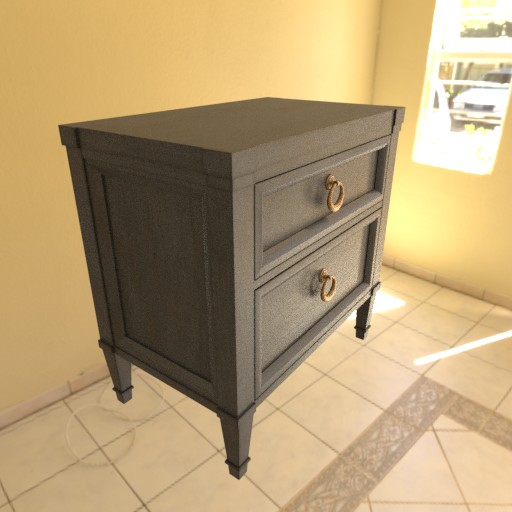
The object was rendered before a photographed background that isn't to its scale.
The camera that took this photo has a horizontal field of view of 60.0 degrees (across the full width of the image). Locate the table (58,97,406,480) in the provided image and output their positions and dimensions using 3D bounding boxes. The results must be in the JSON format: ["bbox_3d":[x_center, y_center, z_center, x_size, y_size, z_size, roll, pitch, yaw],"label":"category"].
[{"bbox_3d":[0.000,0.000,1.078,0.413,0.660,0.660,18,30,33],"label":"table"}]
